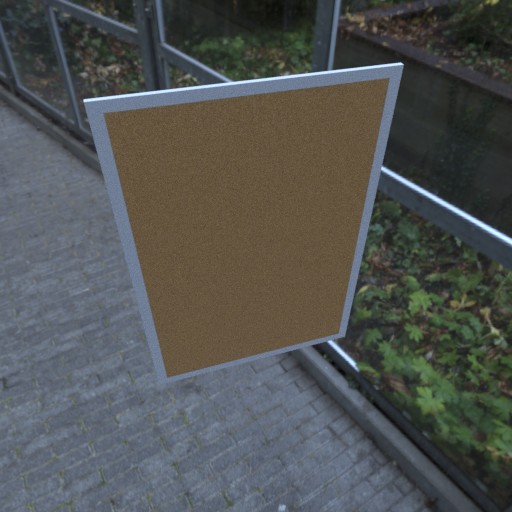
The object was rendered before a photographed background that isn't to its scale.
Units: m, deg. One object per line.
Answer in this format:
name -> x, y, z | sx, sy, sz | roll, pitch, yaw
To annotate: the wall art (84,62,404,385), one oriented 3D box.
wall art -> 0.000, 0.000, 1.196 | 0.659, 0.940, 0.013 | -12, 43, -13
